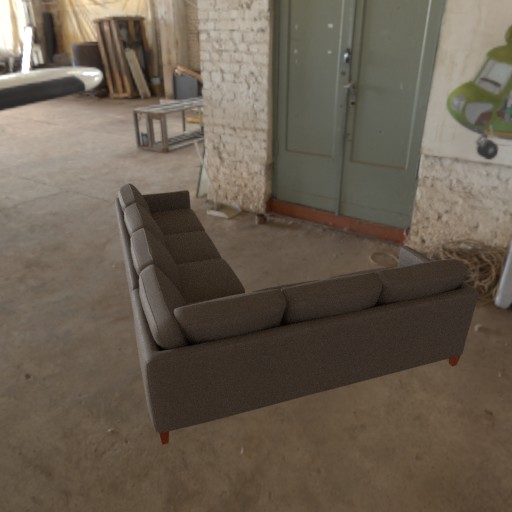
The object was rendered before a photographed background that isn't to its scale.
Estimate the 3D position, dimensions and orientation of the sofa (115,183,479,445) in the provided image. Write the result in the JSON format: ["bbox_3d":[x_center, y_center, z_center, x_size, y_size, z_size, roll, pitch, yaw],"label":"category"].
[{"bbox_3d":[0.000,0.000,4.538,2.593,0.947,3.302,-9,28,-17],"label":"sofa"}]
